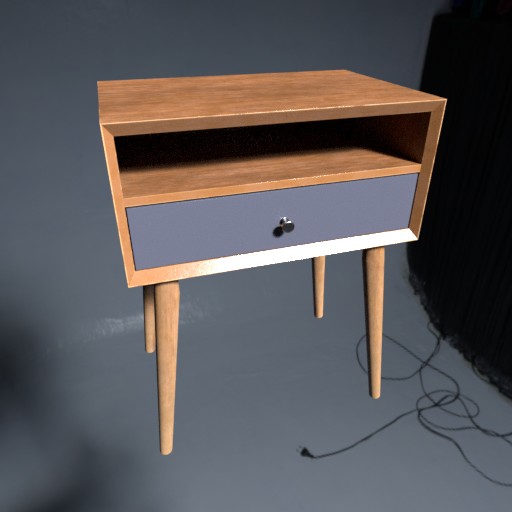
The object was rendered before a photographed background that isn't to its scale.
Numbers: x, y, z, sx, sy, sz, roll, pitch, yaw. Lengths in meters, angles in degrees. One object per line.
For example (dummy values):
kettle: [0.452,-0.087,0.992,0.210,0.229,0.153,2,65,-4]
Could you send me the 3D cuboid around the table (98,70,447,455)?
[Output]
table: [0.000,0.000,0.814,0.454,0.580,0.307,-9,31,-15]
